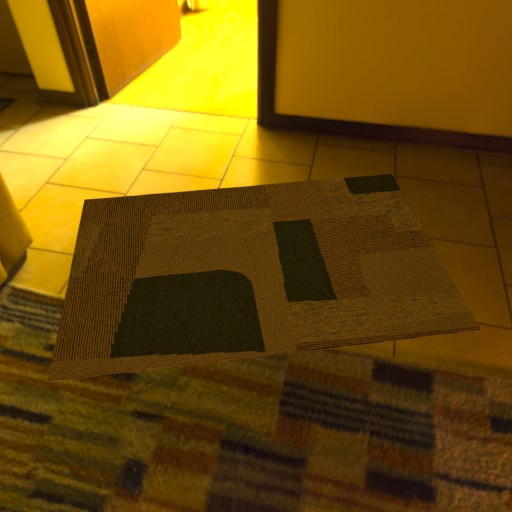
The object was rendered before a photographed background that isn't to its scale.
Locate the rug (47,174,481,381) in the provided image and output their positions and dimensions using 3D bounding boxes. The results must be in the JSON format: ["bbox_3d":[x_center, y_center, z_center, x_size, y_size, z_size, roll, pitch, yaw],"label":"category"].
[{"bbox_3d":[0.000,0.000,2.973,2.436,0.015,1.521,-6,47,-5],"label":"rug"}]
